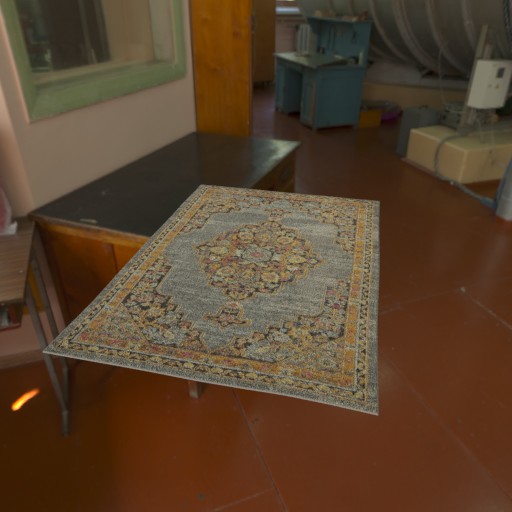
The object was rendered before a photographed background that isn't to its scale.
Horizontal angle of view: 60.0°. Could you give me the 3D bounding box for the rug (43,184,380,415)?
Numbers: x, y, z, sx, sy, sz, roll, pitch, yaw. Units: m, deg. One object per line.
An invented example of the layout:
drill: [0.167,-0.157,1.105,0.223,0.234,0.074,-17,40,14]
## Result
rug: [0.000,0.000,3.978,2.158,0.024,3.063,7,31,12]
